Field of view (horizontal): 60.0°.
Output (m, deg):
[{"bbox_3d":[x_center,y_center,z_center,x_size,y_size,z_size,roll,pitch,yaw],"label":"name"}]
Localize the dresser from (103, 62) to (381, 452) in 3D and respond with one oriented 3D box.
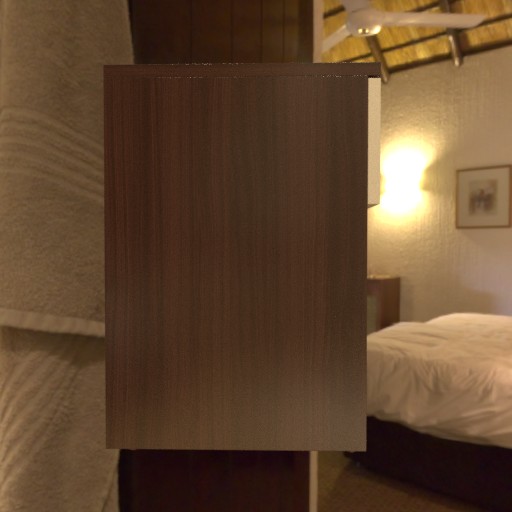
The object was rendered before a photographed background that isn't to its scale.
[{"bbox_3d":[0.000,0.000,0.736,0.360,0.470,0.400,0,1,1],"label":"dresser"}]
